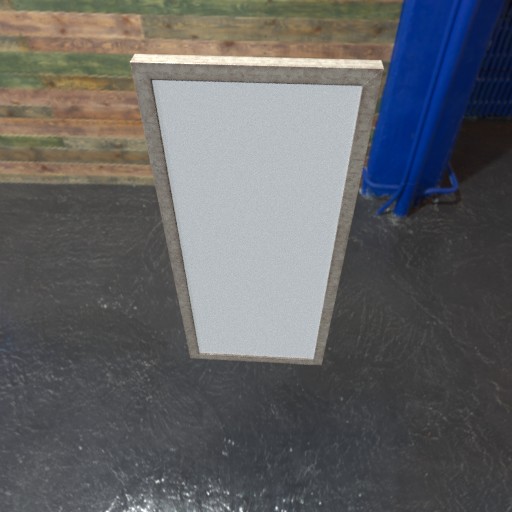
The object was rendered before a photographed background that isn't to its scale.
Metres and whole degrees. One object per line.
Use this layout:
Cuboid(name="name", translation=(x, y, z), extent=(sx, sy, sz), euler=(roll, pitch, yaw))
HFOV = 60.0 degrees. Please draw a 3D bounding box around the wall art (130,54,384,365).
Cuboid(name="wall art", translation=(0.000, 0.000, 1.673), extent=(0.648, 1.461, 0.051), euler=(3, 46, 2))
